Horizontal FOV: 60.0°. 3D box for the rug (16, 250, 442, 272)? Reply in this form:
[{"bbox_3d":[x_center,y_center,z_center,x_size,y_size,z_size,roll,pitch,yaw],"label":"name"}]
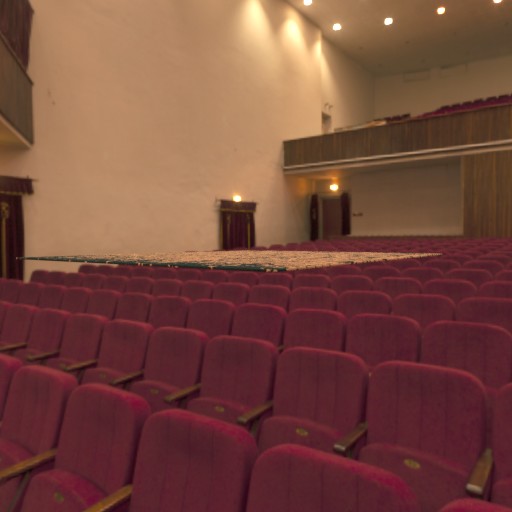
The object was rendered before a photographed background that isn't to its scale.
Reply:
[{"bbox_3d":[0.000,0.000,3.940,2.416,0.014,3.017,1,3,36],"label":"rug"}]
